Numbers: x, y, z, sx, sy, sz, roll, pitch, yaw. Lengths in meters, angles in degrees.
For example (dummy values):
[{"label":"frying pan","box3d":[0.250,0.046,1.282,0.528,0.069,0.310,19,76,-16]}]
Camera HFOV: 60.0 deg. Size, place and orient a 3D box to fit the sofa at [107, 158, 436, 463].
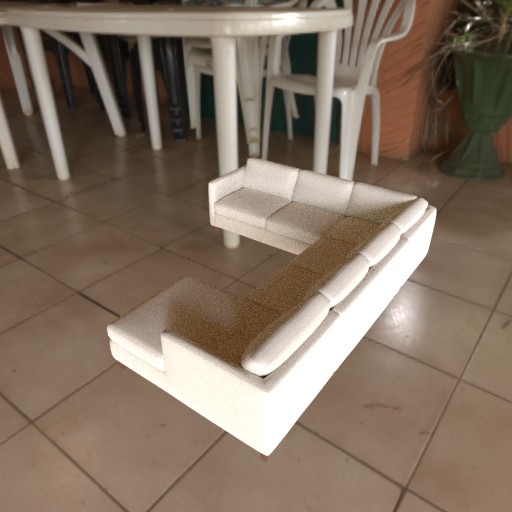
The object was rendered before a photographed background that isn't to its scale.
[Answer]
[{"label":"sofa","box3d":[0.000,0.000,4.428,2.551,0.853,3.238,20,36,30]}]
